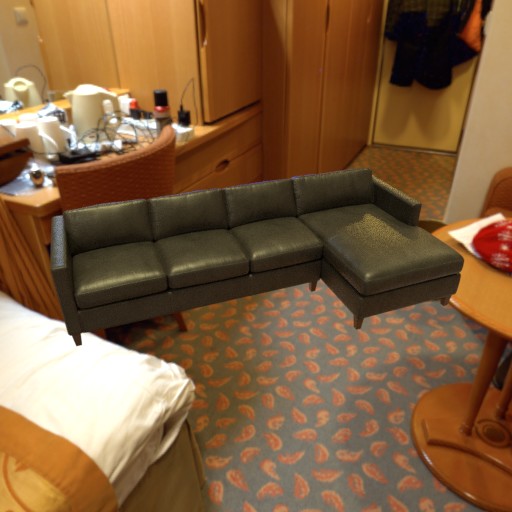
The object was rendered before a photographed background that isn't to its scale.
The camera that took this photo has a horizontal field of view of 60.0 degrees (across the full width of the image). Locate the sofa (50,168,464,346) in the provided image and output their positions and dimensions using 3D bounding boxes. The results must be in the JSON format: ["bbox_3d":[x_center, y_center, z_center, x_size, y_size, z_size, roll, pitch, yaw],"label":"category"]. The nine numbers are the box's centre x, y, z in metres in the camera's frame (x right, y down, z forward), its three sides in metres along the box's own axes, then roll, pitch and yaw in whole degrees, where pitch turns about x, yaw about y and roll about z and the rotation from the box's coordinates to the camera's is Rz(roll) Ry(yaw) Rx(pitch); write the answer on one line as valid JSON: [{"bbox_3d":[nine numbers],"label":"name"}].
[{"bbox_3d":[0.000,0.000,3.861,3.203,0.883,1.581,-11,32,-18],"label":"sofa"}]
